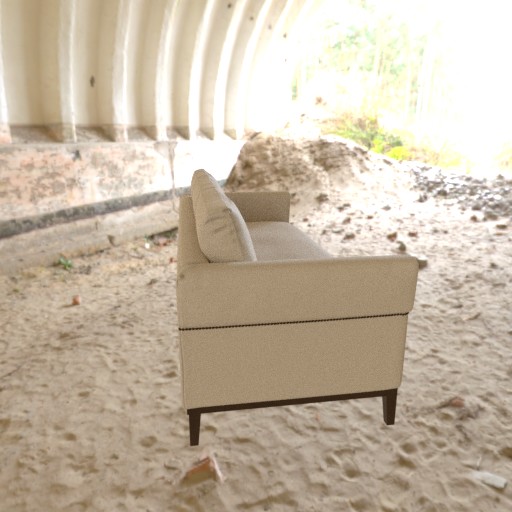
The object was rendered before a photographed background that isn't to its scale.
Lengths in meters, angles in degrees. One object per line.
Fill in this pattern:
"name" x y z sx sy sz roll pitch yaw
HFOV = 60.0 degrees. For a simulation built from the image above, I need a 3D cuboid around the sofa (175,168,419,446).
"sofa" 0.000 0.000 2.657 0.902 0.911 2.198 -2 15 -9
